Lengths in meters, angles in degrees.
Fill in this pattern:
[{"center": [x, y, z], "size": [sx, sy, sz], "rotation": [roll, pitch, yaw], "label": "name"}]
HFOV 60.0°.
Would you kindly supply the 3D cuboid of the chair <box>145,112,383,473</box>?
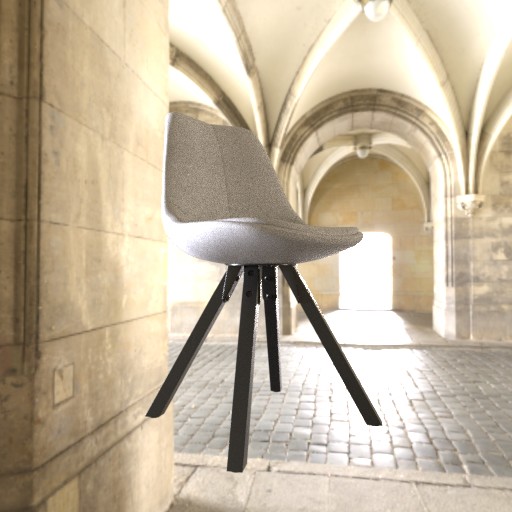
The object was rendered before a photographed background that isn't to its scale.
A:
[{"center": [0.000, 0.000, 1.172], "size": [0.485, 0.850, 0.550], "rotation": [1, -2, -37], "label": "chair"}]
